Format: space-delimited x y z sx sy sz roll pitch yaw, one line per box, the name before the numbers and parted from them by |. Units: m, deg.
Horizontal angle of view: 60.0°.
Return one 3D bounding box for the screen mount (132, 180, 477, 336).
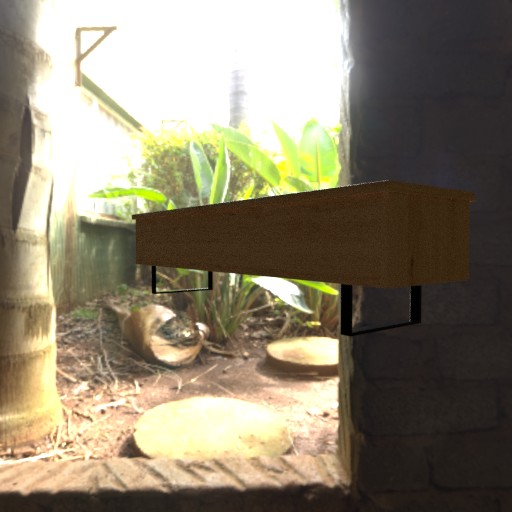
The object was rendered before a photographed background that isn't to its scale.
screen mount | 0.000 0.000 1.936 0.450 0.430 1.700 -1 2 -37
